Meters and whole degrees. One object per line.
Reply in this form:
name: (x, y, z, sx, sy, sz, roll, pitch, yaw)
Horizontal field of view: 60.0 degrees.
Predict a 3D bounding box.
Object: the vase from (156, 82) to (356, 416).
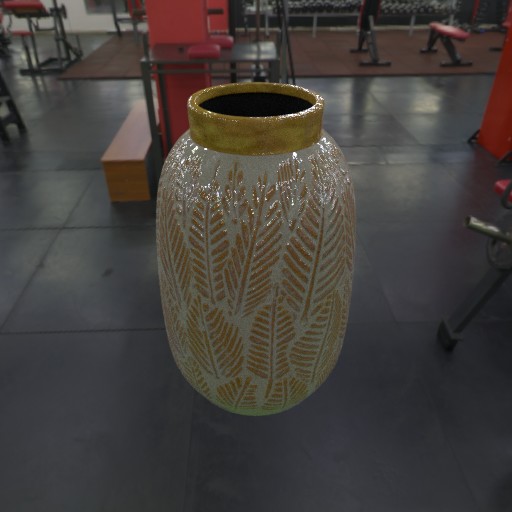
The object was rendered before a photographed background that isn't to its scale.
vase: (0.000, 0.000, 0.389, 0.172, 0.270, 0.172, 0, 35, 0)
